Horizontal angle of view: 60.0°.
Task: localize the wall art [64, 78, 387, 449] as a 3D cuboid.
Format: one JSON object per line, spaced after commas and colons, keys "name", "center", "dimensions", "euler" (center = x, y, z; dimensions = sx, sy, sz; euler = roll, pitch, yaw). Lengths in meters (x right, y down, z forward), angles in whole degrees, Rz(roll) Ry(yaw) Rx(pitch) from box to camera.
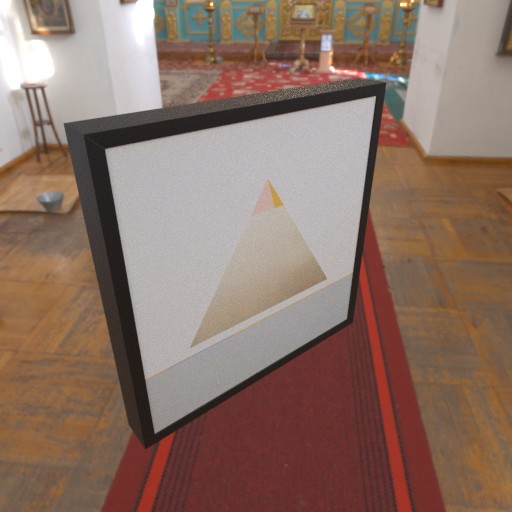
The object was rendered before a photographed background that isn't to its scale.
{"name": "wall art", "center": [0.000, 0.000, 0.445], "dimensions": [0.304, 0.303, 0.037], "euler": [-22, 37, -33]}
